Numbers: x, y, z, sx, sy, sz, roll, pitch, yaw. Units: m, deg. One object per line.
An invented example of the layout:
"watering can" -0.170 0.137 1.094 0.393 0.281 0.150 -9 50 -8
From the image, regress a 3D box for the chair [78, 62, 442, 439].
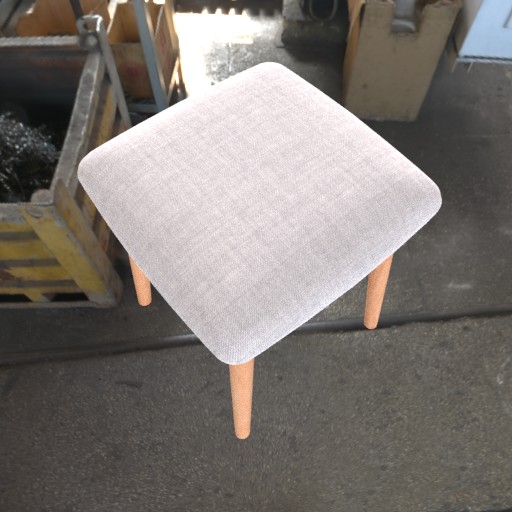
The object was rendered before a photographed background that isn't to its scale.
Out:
"chair" 0.000 0.000 0.701 0.350 0.440 0.350 -35 65 -19
